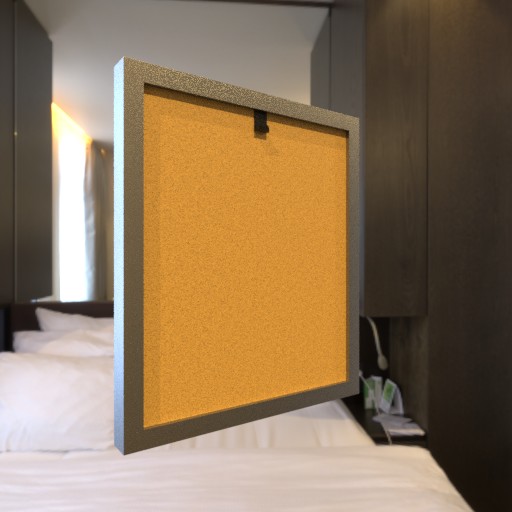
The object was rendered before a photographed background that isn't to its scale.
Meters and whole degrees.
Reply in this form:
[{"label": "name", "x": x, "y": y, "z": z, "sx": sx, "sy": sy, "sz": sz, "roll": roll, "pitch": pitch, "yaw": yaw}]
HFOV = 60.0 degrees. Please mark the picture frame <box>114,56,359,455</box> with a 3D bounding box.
[{"label": "picture frame", "x": 0.000, "y": 0.000, "z": 1.346, "sx": 0.839, "sy": 0.968, "sz": 0.073, "roll": 0, "pitch": 0, "yaw": -35}]
